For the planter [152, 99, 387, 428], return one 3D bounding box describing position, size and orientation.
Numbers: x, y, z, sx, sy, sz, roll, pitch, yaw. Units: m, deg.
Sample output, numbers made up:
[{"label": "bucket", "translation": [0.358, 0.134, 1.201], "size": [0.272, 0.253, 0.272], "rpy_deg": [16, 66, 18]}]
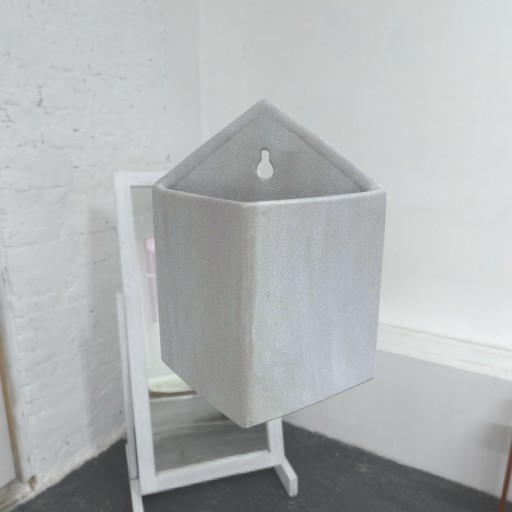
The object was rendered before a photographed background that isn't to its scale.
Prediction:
[{"label": "planter", "translation": [0.000, 0.000, 0.279], "size": [0.163, 0.194, 0.080], "rpy_deg": [2, 14, 9]}]
